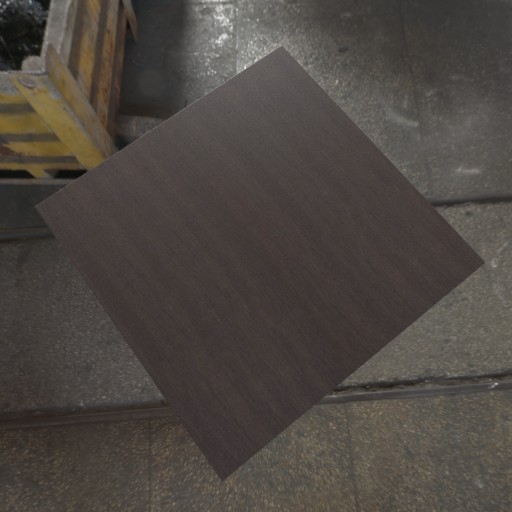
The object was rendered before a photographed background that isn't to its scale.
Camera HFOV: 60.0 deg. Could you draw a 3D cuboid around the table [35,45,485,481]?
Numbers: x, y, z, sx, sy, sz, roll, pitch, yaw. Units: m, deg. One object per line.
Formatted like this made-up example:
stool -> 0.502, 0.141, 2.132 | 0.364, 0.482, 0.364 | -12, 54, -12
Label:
table -> 0.000, 0.000, 1.240 | 0.762, 0.396, 0.762 | -37, 78, -9
